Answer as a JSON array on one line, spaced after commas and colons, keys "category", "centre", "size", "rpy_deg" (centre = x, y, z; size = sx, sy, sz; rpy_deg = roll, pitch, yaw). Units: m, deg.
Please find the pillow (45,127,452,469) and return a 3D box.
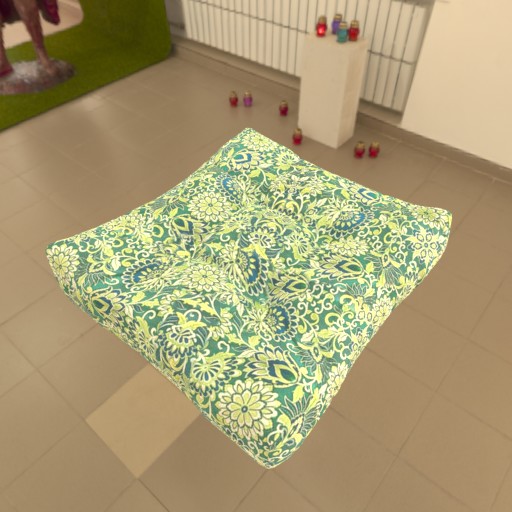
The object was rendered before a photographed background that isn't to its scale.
[{"category": "pillow", "centre": [0.000, 0.000, 0.727], "size": [0.468, 0.128, 0.490], "rpy_deg": [31, 54, 26]}]
